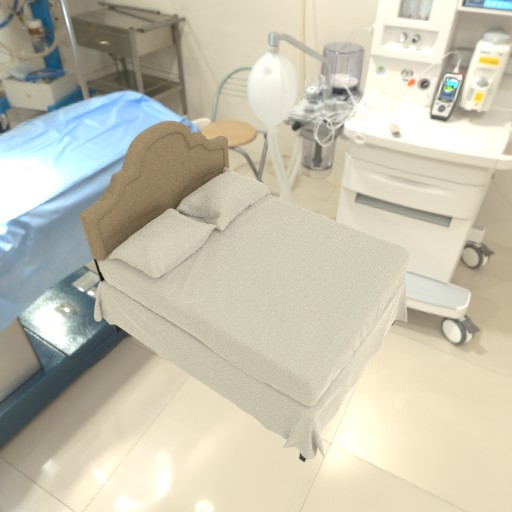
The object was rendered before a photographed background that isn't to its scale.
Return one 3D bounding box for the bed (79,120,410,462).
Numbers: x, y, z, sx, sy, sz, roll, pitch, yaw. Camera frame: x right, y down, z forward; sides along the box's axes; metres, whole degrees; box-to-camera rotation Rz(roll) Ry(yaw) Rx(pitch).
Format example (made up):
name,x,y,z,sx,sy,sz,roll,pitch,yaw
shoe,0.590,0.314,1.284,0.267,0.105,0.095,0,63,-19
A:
name,x,y,z,sx,sy,sz,roll,pitch,yaw
bed,0.000,0.000,3.452,2.222,1.634,1.780,25,47,27
